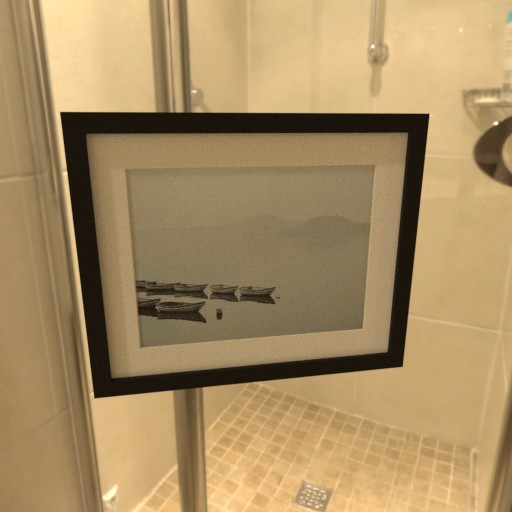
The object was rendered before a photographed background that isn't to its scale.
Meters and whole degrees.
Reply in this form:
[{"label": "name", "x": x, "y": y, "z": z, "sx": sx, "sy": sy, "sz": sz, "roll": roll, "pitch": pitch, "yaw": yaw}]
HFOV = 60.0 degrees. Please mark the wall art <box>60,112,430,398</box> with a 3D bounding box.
[{"label": "wall art", "x": 0.000, "y": 0.000, "z": 0.529, "sx": 0.397, "sy": 0.325, "sz": 0.028, "roll": -3, "pitch": 17, "yaw": -10}]
